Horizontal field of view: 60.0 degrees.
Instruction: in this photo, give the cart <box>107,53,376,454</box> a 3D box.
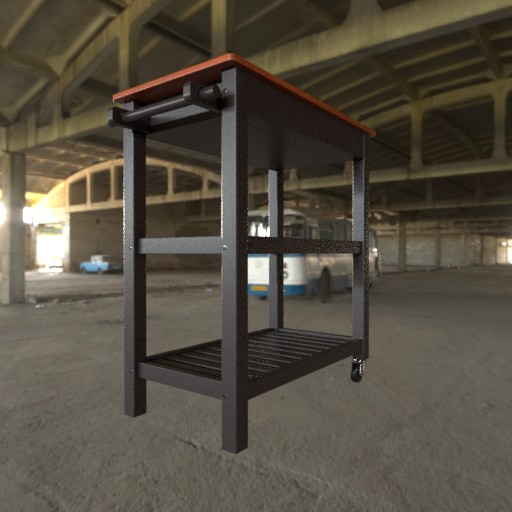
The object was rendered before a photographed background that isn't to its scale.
[{"bbox_3d":[0.000,0.000,1.449,0.457,0.927,0.899,0,1,37],"label":"cart"}]
